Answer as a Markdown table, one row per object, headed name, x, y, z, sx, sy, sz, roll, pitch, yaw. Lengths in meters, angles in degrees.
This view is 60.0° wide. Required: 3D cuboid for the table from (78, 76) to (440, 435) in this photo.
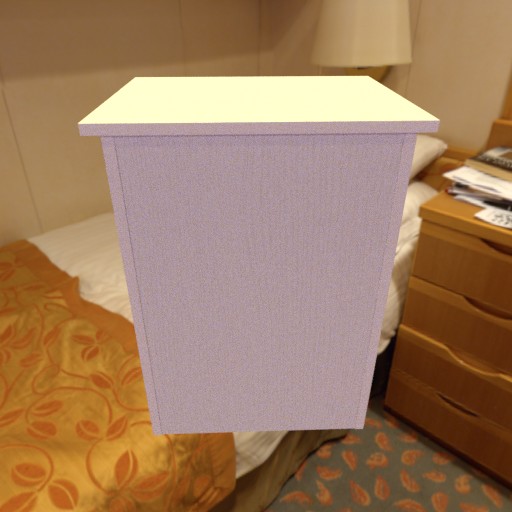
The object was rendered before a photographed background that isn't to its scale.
| name | x | y | z | sx | sy | sz | roll | pitch | yaw |
| --- | --- | --- | --- | --- | --- | --- | --- | --- | --- |
| table | 0.000 | 0.000 | 0.911 | 0.480 | 0.635 | 0.381 | -1 | 30 | -2 |
